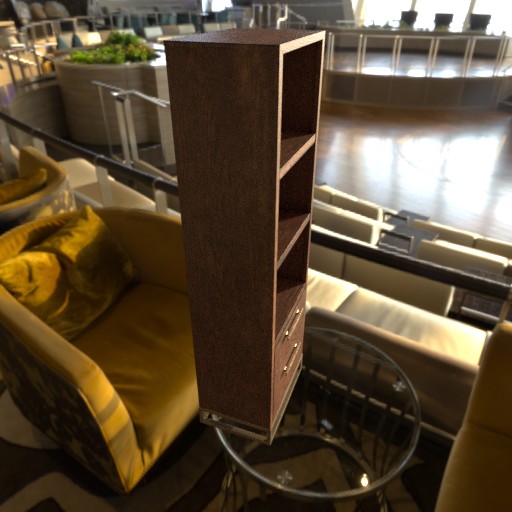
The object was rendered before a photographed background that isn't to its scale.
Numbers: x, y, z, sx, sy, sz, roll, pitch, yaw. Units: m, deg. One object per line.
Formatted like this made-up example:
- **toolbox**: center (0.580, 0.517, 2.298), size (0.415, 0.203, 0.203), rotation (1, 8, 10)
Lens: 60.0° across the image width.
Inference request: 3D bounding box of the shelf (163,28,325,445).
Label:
- **shelf**: center (0.000, 0.000, 1.934), size (0.395, 1.732, 0.539), rotation (11, 33, 18)
